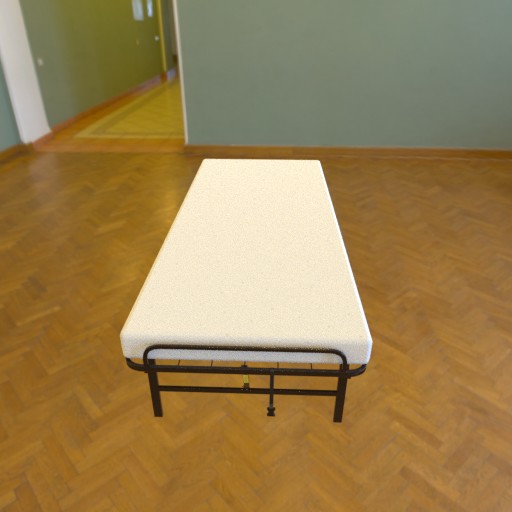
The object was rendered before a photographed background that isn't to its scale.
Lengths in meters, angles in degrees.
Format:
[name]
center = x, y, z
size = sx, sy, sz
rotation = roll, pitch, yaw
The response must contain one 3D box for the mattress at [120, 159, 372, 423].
[mattress]
center = 0.000, 0.000, 2.557
size = 0.922, 0.519, 2.153
rotation = 1, 29, 2
